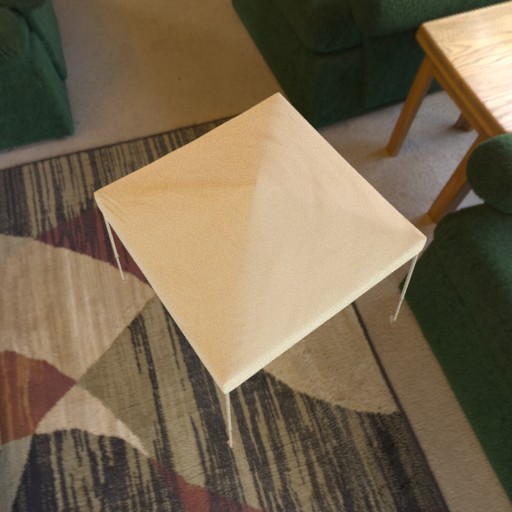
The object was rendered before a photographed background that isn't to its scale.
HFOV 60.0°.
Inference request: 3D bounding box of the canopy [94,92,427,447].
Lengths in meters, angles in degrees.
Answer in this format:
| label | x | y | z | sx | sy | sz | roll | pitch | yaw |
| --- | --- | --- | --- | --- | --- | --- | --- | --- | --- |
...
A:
| label | x | y | z | sx | sy | sz | roll | pitch | yaw |
| --- | --- | --- | --- | --- | --- | --- | --- | --- | --- |
| canopy | 0.000 | 0.000 | 6.520 | 3.599 | 3.600 | 3.600 | -33 | 68 | -15 |
